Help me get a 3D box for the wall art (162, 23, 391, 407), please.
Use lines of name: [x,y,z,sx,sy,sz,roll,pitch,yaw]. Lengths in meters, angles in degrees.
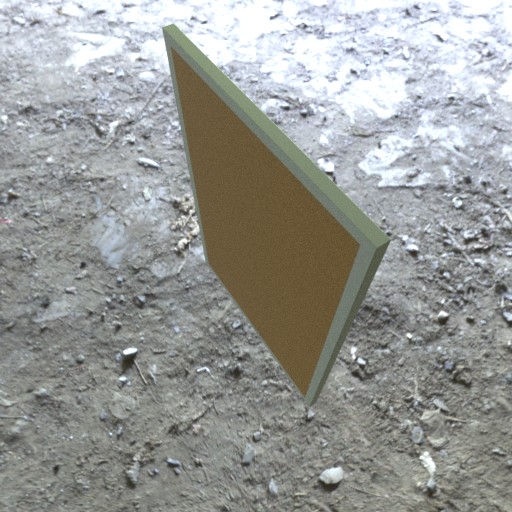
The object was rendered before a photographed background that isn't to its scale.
wall art: [0.000,0.000,0.542,0.013,0.433,0.303,-30,63,-17]
